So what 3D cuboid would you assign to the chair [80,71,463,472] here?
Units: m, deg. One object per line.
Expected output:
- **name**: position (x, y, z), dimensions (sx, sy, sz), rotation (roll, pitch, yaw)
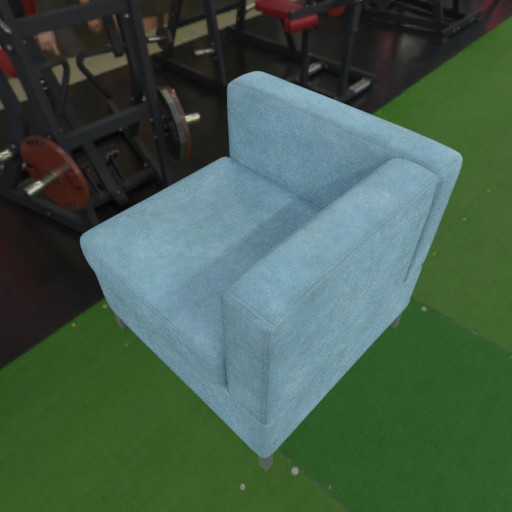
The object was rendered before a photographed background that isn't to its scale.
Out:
- **chair**: position (0.000, 0.000, 1.202), dimensions (0.691, 0.660, 0.684), rotation (35, 55, 29)
